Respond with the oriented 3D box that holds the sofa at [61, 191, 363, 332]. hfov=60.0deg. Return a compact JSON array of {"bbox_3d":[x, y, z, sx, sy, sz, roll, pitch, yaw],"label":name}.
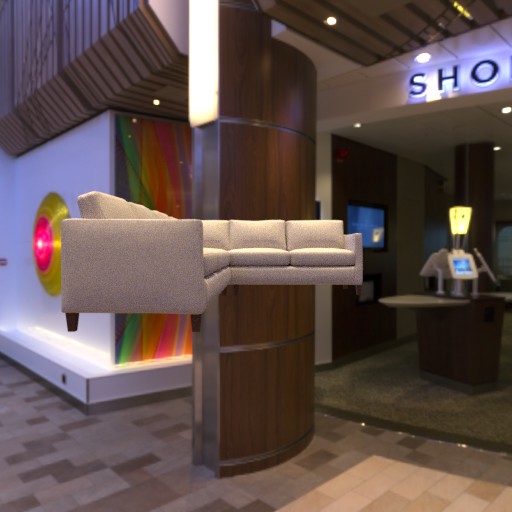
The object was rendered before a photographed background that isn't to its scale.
[{"bbox_3d":[0.000,0.000,4.442,2.522,0.934,3.333,0,1,1],"label":"sofa"}]
